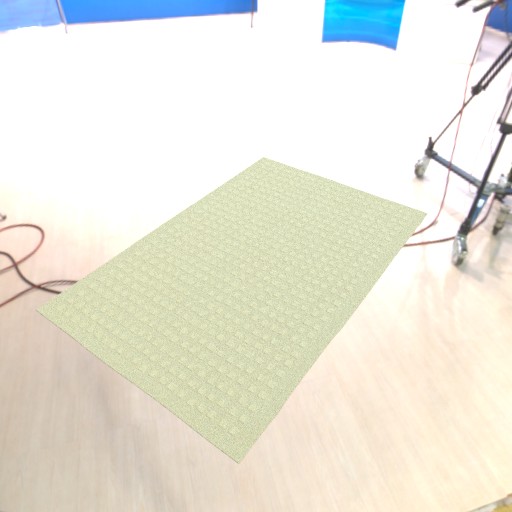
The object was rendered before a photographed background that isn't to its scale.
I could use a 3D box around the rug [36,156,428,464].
[{"bbox_3d":[0.000,0.000,2.236,1.143,0.006,1.747,25,47,27],"label":"rug"}]
